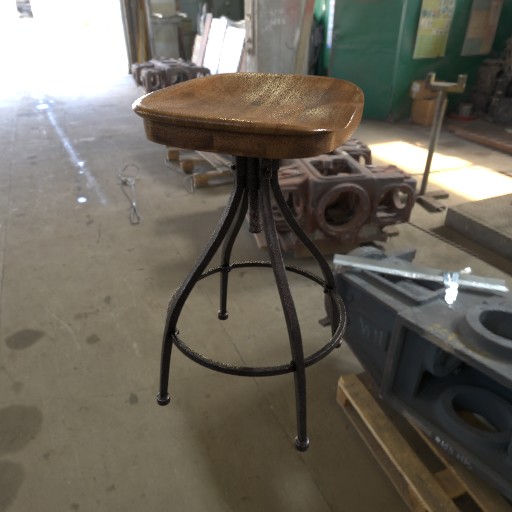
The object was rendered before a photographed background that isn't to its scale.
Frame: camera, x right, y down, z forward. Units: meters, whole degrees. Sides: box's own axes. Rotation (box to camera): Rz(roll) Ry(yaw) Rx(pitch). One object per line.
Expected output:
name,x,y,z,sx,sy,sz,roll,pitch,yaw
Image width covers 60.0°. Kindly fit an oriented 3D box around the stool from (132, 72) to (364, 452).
stool,0.000,0.000,0.977,0.424,0.694,0.432,11,32,18
